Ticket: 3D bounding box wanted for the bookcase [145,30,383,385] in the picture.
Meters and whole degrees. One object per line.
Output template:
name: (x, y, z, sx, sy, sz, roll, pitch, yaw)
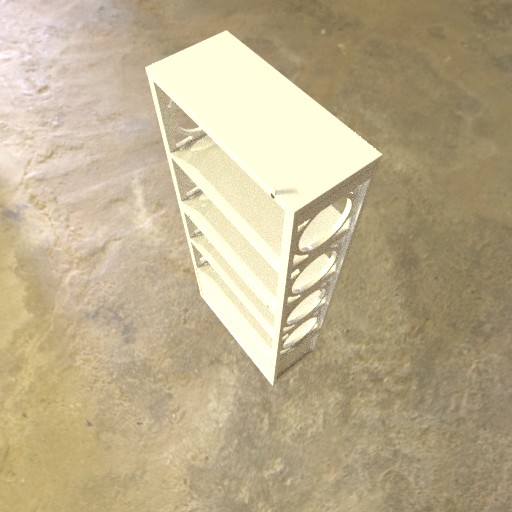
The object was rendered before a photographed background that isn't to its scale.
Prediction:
bookcase: (0.000, 0.000, 2.136, 0.361, 1.869, 0.761, -34, 65, -18)
